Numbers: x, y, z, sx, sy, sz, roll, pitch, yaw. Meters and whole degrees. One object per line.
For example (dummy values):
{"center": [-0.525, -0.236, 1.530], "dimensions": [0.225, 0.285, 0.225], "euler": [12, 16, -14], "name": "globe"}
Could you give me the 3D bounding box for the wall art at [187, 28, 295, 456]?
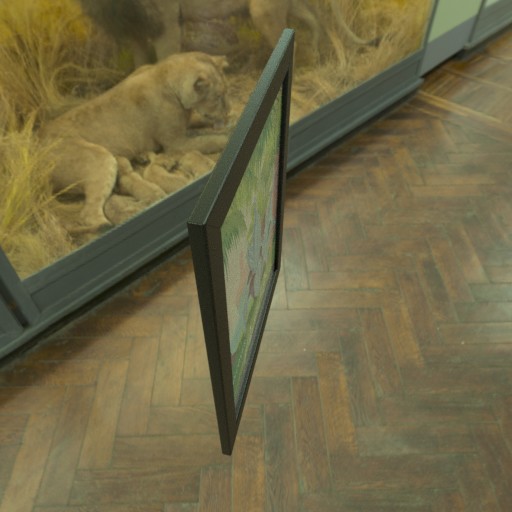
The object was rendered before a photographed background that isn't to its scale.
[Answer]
{"center": [0.000, 0.000, 0.772], "dimensions": [0.018, 0.582, 0.481], "euler": [10, 47, 9], "name": "wall art"}
